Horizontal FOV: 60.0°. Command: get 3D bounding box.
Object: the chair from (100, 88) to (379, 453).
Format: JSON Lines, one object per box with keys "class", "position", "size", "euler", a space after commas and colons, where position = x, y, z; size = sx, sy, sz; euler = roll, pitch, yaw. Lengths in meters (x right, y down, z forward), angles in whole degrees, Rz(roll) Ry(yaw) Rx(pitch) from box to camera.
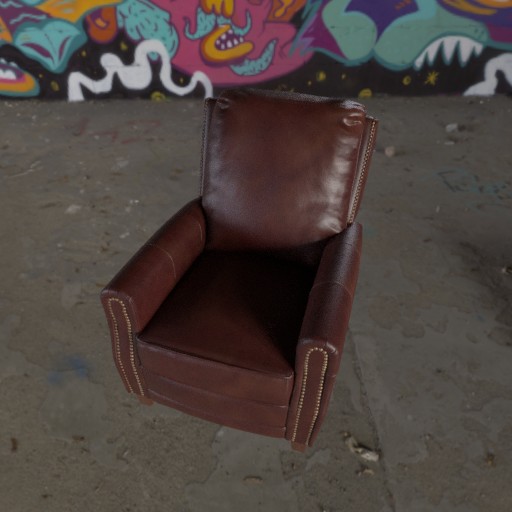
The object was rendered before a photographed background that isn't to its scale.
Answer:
{"class": "chair", "position": [0.000, 0.000, 1.796], "size": [0.826, 1.022, 1.089], "euler": [12, 42, 14]}
